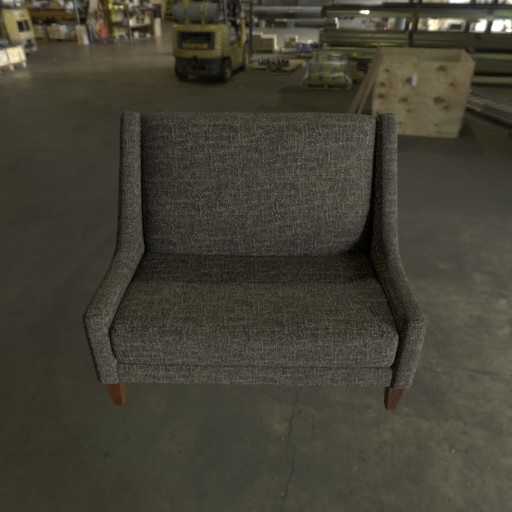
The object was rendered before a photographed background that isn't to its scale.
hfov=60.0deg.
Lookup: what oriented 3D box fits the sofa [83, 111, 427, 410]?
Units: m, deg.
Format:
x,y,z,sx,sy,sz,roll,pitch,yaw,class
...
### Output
x,y,z,sx,sy,sz,roll,pitch,yaw,class
0.000,0.000,1.894,1.242,1.021,0.870,1,32,1,sofa
